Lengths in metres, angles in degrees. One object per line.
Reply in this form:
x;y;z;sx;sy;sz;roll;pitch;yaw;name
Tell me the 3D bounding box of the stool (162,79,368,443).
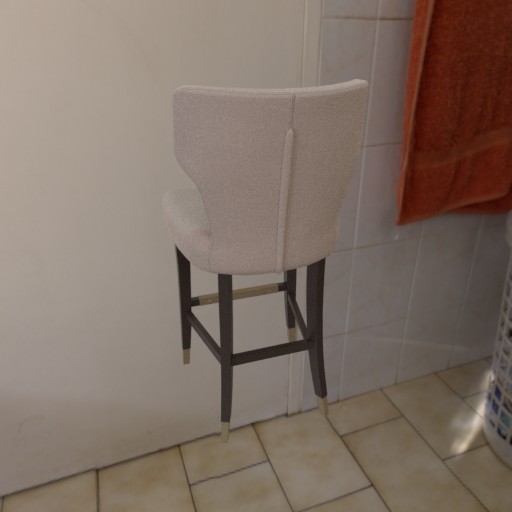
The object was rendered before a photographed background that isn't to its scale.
0.000;0.000;1.452;0.526;1.092;0.563;-8;27;-16;stool
